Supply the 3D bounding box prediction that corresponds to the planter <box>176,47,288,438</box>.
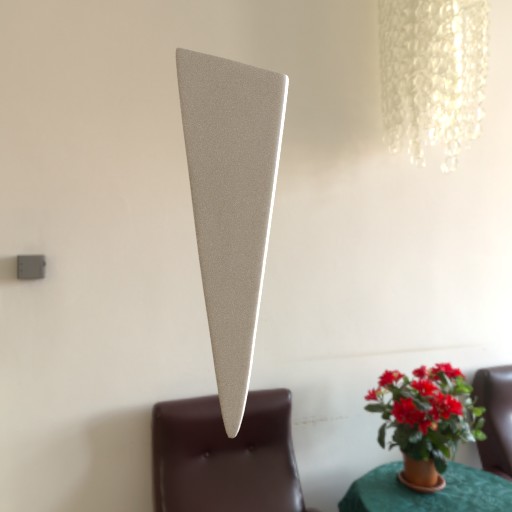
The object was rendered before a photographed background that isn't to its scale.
[{"bbox_3d":[0.000,0.000,0.399,0.065,0.338,0.143,0,-1,35],"label":"planter"}]
